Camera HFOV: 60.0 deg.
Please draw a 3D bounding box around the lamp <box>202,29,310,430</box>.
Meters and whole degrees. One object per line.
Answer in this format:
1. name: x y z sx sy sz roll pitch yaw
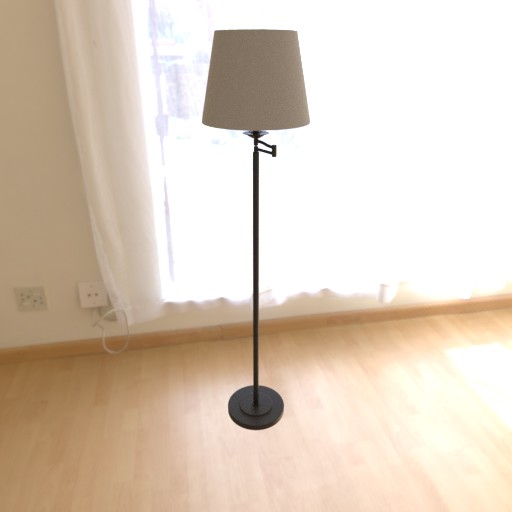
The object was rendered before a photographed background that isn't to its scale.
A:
1. lamp: 0.000 0.000 1.625 0.348 1.473 0.348 -17 30 -32
